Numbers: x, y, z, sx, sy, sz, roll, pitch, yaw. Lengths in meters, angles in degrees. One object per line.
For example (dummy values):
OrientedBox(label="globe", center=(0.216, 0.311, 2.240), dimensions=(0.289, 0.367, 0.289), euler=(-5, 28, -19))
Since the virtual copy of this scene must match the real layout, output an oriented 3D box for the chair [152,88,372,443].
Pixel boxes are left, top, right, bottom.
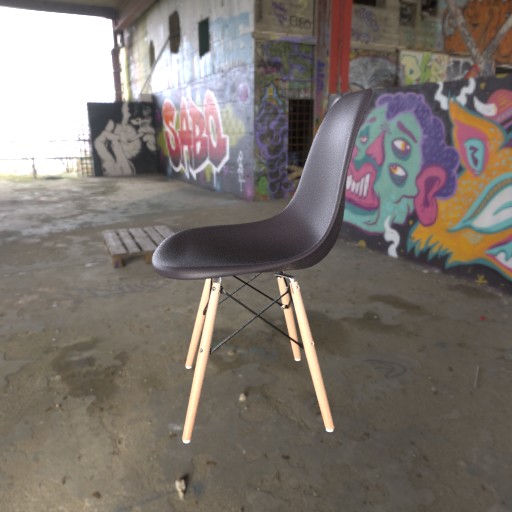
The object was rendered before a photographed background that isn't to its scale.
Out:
OrientedBox(label="chair", center=(0.000, 0.000, 1.168), dimensions=(0.533, 0.825, 0.470), euler=(-2, 16, -7))
